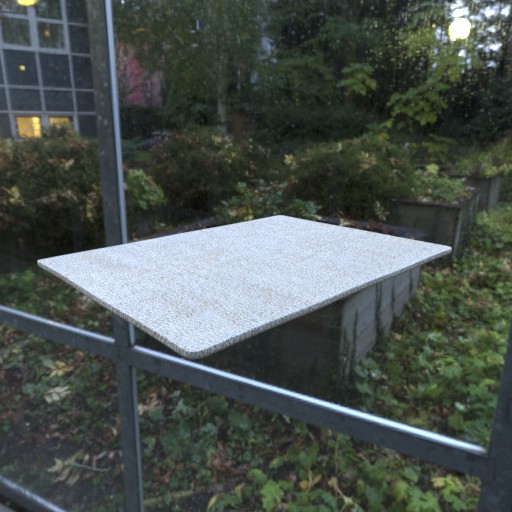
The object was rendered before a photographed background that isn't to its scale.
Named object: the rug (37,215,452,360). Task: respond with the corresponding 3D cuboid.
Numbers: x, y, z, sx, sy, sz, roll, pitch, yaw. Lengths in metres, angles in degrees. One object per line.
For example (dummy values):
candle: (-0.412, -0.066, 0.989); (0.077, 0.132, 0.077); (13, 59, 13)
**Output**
rug: (0.000, 0.000, 2.111); (1.600, 0.027, 1.200); (-15, 21, -41)
